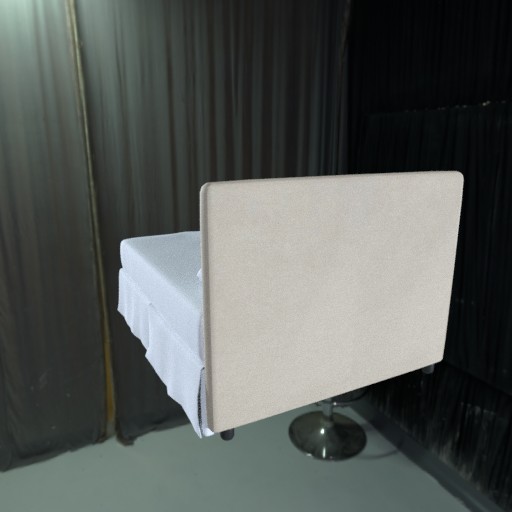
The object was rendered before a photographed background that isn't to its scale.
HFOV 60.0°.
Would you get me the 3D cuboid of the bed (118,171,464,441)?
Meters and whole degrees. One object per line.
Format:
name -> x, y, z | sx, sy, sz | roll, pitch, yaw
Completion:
bed -> 0.000, 0.000, 3.310 | 1.723, 1.330, 2.142 | -8, 16, -27
